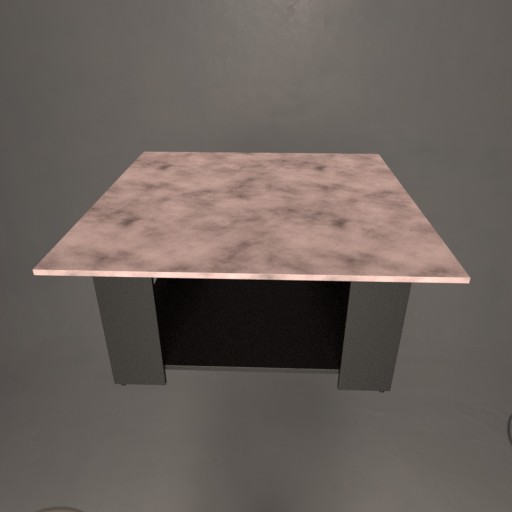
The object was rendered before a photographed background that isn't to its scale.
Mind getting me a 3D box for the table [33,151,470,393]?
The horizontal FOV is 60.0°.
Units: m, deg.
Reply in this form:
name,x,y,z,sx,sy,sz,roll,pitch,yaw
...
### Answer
name,x,y,z,sx,sy,sz,roll,pitch,yaw
table,0.000,0.000,1.043,0.670,0.305,0.670,1,29,2
